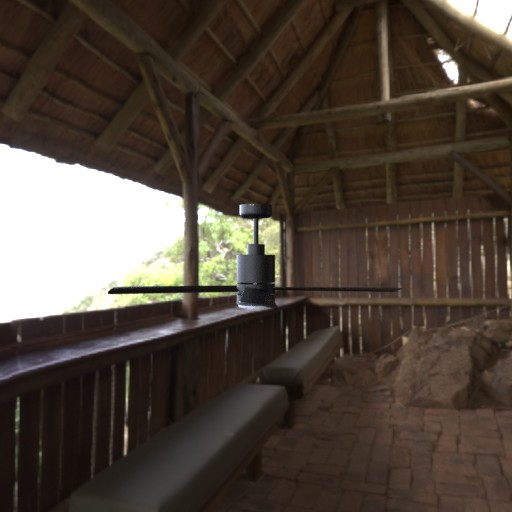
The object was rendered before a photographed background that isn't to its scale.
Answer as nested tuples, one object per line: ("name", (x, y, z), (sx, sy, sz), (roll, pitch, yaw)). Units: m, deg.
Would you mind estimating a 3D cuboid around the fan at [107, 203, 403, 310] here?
("fan", (0.000, 0.000, 2.338), (1.525, 0.534, 1.525), (0, 0, 0))
